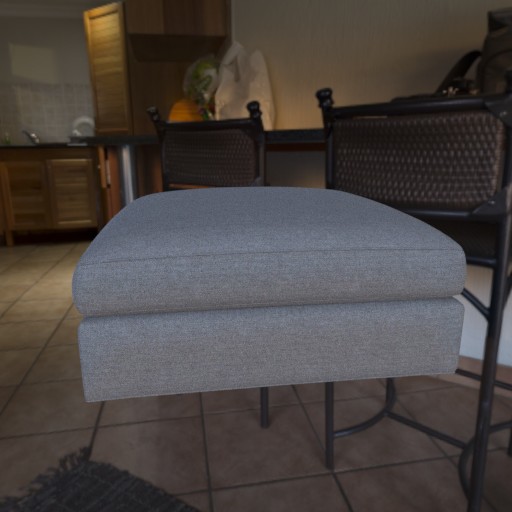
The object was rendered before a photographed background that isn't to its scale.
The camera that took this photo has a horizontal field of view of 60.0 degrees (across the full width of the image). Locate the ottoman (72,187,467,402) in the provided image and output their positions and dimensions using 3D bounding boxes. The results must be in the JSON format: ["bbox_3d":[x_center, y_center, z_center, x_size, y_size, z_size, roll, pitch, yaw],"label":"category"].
[{"bbox_3d":[0.000,0.000,1.619,1.041,0.470,1.041,-2,15,-8],"label":"ottoman"}]
